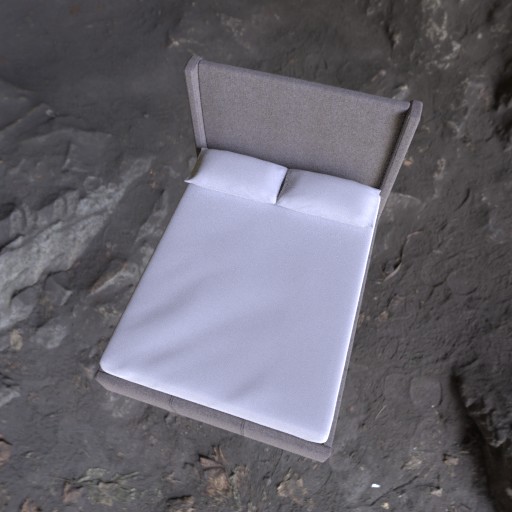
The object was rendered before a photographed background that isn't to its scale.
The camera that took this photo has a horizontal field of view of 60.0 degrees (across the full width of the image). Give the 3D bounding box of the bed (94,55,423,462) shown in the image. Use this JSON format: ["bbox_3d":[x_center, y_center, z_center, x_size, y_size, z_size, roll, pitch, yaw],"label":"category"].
[{"bbox_3d":[0.000,0.000,3.263,1.714,1.476,2.245,15,61,9],"label":"bed"}]
